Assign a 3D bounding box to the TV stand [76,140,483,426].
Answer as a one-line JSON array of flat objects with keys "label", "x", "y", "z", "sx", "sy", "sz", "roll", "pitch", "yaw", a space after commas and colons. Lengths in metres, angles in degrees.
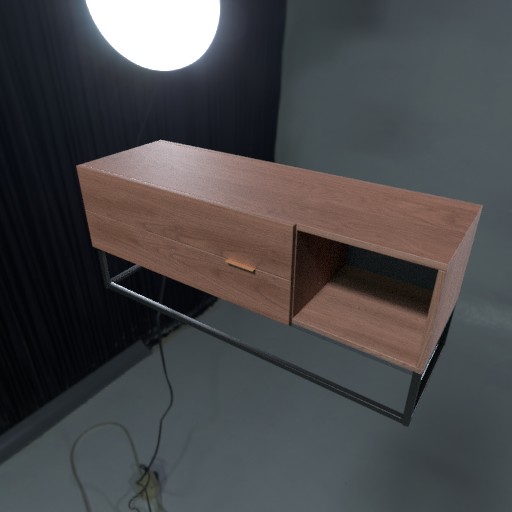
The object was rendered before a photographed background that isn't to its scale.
[{"label": "TV stand", "x": 0.000, "y": 0.000, "z": 1.462, "sx": 1.200, "sy": 0.500, "sz": 0.415, "roll": 18, "pitch": 34, "yaw": 29}]
